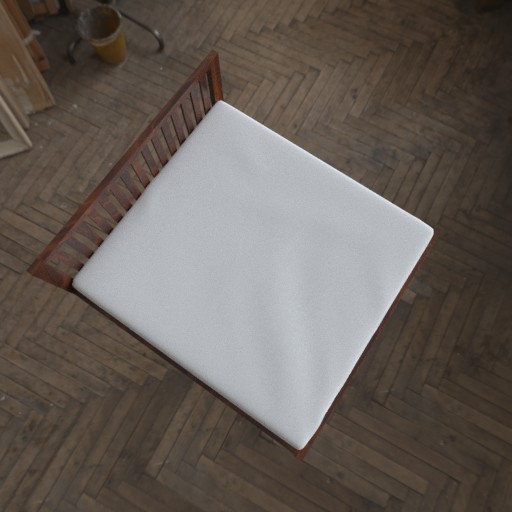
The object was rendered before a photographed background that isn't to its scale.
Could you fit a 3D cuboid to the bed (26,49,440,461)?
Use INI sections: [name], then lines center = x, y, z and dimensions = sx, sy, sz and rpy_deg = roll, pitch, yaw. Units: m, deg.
[bed]
center = 0.000, 0.000, 3.136
dimensions = 2.030, 0.890, 1.905
rpy_deg = 33, 77, 9
